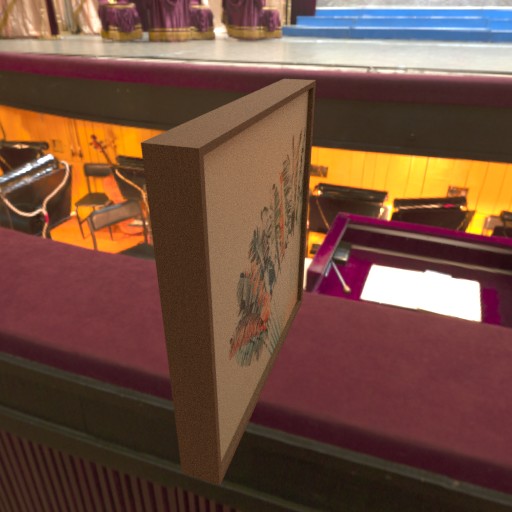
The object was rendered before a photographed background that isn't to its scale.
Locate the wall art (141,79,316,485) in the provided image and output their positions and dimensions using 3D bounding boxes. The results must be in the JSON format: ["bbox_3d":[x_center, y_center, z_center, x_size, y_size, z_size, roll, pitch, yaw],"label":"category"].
[{"bbox_3d":[0.000,0.000,0.454,0.038,0.303,0.304,10,30,17],"label":"wall art"}]
